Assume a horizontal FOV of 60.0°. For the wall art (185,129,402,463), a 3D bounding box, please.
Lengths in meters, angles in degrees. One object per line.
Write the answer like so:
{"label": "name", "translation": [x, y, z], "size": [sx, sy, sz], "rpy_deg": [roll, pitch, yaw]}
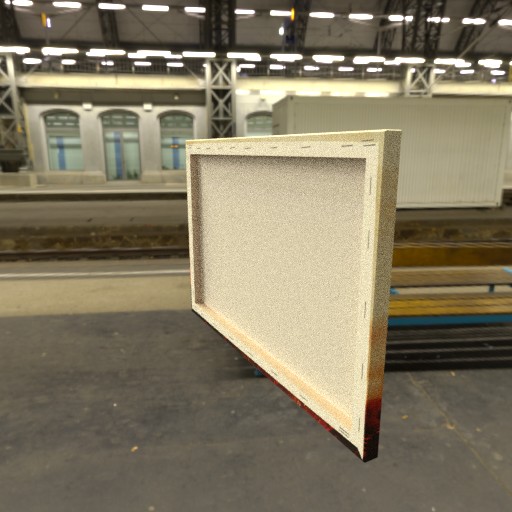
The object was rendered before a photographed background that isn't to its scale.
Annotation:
{"label": "wall art", "translation": [0.000, 0.000, 1.160], "size": [0.038, 0.602, 0.918], "rpy_deg": [-7, 15, -28]}
